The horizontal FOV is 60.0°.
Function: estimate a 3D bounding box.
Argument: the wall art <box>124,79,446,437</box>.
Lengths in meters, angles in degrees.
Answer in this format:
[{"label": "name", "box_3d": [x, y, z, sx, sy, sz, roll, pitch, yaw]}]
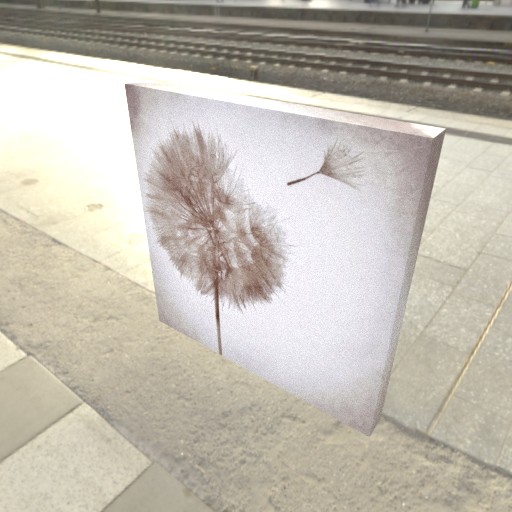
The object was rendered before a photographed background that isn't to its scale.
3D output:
[{"label": "wall art", "box_3d": [0.000, 0.000, 0.450, 0.303, 0.303, 0.028, 21, 38, 30]}]
